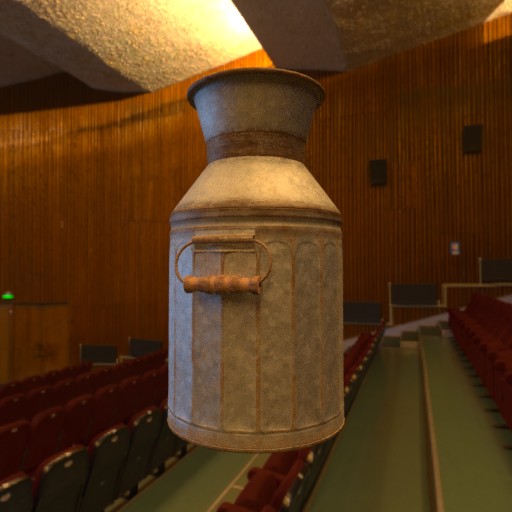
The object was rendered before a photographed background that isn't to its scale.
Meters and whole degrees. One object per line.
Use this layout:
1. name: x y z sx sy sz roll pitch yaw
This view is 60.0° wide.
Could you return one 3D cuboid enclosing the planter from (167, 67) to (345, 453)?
1. planter: 0.000 0.000 0.547 0.214 0.396 0.245 0 -1 19
